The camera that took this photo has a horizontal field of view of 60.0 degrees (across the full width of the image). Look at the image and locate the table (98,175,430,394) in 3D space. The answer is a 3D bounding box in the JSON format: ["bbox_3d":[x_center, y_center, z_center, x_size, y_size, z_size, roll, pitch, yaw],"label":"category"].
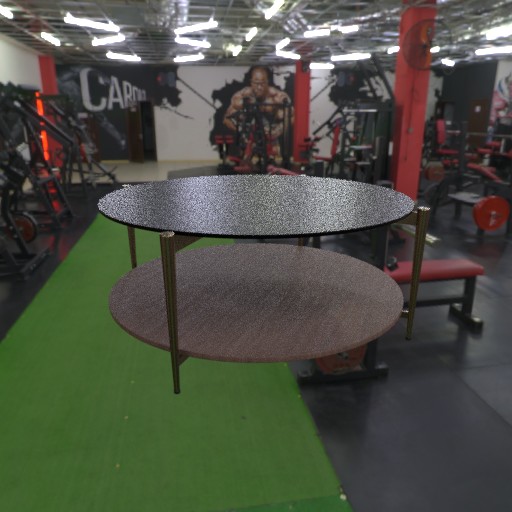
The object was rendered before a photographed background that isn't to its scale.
[{"bbox_3d":[0.000,0.000,1.448,0.938,0.400,0.938,-2,18,-7],"label":"table"}]
